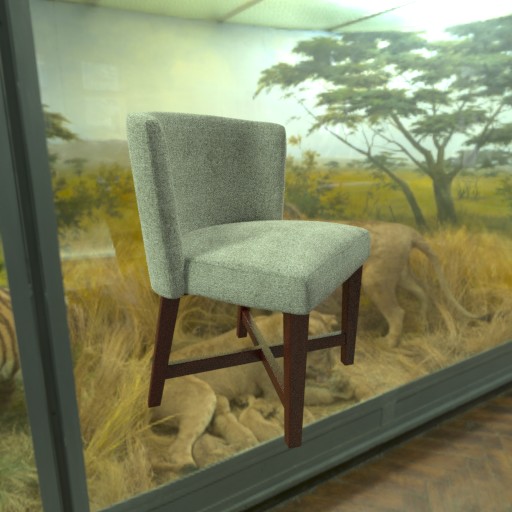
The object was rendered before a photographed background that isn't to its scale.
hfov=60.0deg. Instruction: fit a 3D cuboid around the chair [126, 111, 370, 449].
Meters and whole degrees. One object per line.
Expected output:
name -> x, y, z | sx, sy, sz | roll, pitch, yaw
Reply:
chair -> 0.000, 0.000, 1.322 | 0.575, 0.827, 0.728 | 8, 17, 27
